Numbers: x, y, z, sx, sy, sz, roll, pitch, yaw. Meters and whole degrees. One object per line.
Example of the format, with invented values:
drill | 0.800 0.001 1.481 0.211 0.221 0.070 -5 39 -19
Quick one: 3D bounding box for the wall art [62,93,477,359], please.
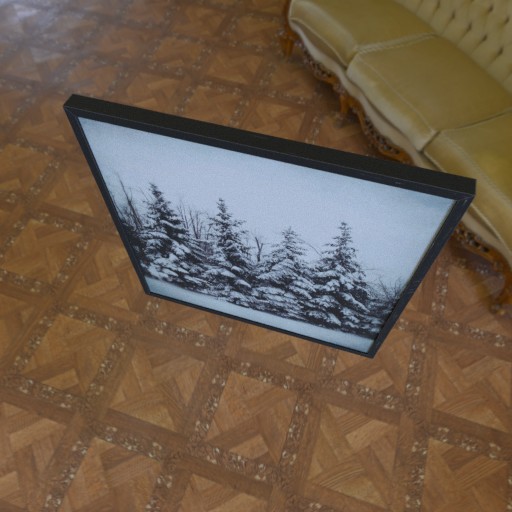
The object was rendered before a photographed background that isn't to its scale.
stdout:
wall art | 0.000 0.000 1.111 0.761 0.761 0.037 15 58 9
